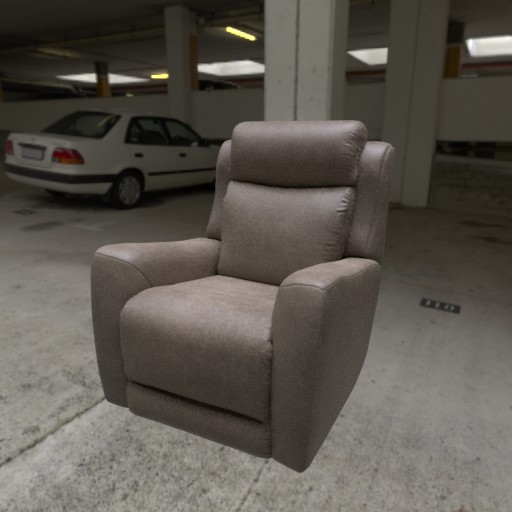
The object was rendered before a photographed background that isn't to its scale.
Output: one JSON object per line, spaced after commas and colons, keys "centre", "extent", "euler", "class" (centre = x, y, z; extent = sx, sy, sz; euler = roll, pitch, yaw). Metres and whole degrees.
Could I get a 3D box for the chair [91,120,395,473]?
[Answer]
{"centre": [0.000, 0.000, 1.885], "extent": [0.967, 1.116, 1.068], "euler": [8, 18, 27], "class": "chair"}
